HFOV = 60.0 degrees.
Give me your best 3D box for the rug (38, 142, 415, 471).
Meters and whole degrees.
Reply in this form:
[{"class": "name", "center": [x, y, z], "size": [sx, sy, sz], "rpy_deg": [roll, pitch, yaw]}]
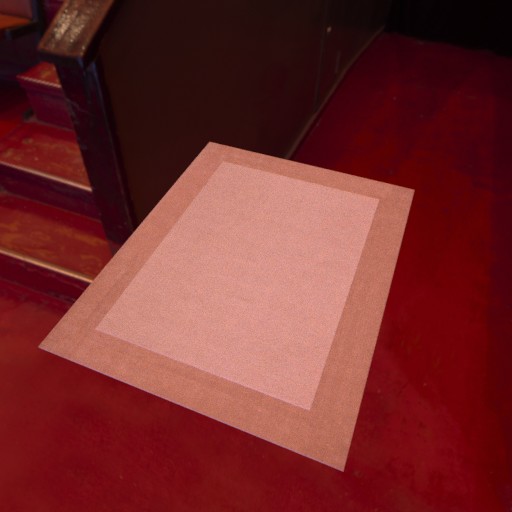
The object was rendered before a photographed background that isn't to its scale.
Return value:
[{"class": "rug", "center": [0.000, 0.000, 4.102], "size": [2.438, 0.014, 3.048], "rpy_deg": [17, 50, 15]}]
